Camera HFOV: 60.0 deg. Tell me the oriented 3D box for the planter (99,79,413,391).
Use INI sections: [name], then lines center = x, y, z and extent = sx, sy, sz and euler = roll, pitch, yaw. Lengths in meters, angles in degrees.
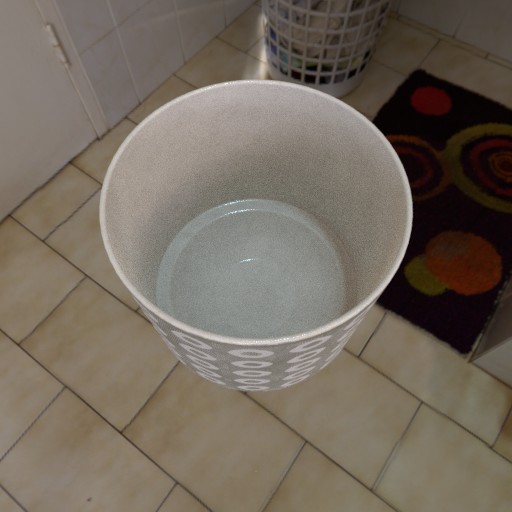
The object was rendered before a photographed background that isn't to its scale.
[planter]
center = 0.000, 0.000, 0.352
extent = 0.190, 0.181, 0.190
euler = 0, 64, 0
